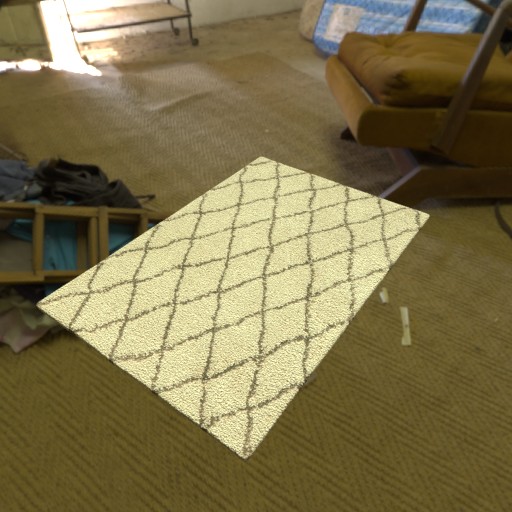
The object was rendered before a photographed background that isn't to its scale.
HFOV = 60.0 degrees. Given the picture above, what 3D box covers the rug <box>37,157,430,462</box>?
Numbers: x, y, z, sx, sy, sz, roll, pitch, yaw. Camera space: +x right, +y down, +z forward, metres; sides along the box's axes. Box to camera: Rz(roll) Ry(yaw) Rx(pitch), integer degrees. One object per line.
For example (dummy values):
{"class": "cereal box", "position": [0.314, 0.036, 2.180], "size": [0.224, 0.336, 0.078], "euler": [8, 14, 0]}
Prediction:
{"class": "rug", "position": [0.000, 0.000, 2.314], "size": [1.219, 0.030, 1.778], "euler": [25, 46, 27]}
